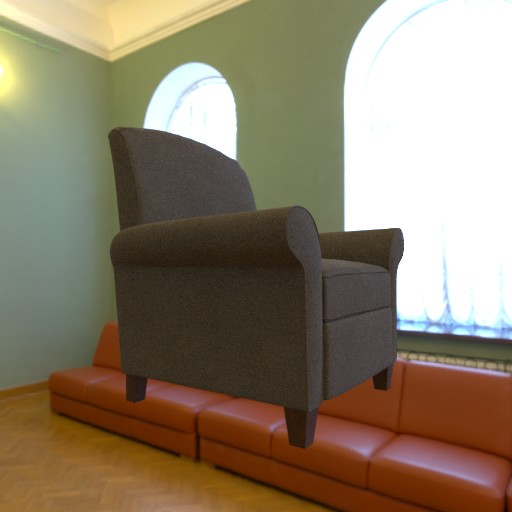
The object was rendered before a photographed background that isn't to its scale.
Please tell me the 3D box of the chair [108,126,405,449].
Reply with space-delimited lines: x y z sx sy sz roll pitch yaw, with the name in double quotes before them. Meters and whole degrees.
"chair" 0.000 0.000 1.731 0.905 1.061 0.978 -1 -1 35
